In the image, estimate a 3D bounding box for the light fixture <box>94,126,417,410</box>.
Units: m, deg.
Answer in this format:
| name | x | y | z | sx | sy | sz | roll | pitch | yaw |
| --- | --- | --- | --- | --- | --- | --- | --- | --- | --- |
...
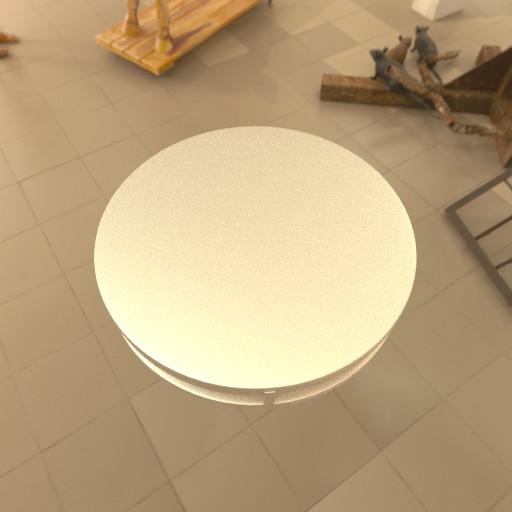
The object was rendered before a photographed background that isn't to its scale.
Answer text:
| name | x | y | z | sx | sy | sz | roll | pitch | yaw |
| --- | --- | --- | --- | --- | --- | --- | --- | --- | --- |
| light fixture | 0.000 | 0.000 | 0.538 | 0.356 | 0.102 | 0.356 | 0 | 56 | 0 |
